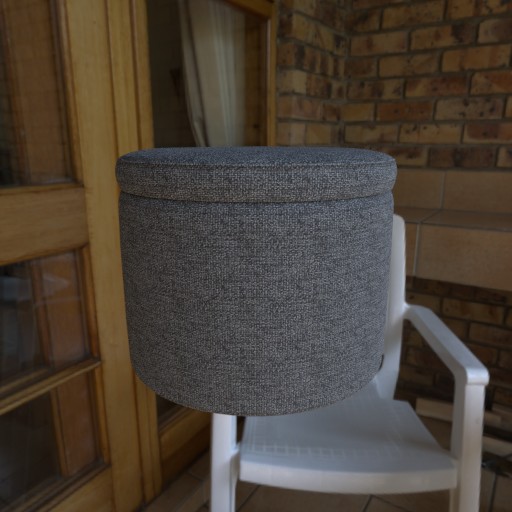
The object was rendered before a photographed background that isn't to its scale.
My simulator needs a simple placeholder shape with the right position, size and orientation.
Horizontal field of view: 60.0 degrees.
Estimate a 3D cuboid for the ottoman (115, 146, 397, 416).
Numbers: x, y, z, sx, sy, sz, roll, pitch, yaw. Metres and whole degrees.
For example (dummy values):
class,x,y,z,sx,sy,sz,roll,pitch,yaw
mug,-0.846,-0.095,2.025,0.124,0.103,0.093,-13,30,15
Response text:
class,x,y,z,sx,sy,sz,roll,pitch,yaw
ottoman,0.000,0.000,0.895,0.520,0.430,0.520,0,15,0
